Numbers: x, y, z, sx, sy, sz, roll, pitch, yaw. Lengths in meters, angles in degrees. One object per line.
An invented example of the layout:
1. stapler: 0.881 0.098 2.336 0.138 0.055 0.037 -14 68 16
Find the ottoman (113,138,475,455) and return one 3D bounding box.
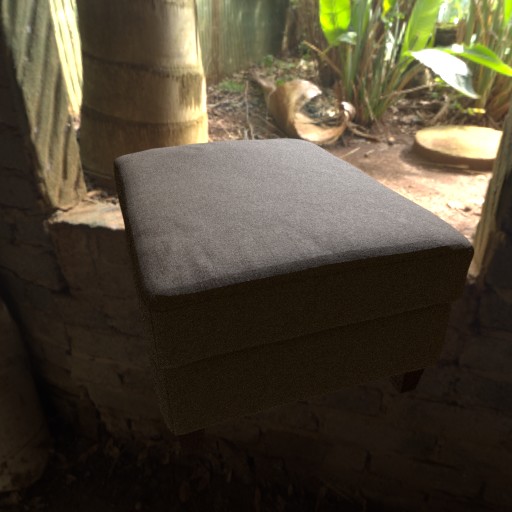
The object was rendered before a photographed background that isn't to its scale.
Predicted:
1. ottoman: 0.000 0.000 1.264 0.692 0.511 0.889 -10 31 -16
